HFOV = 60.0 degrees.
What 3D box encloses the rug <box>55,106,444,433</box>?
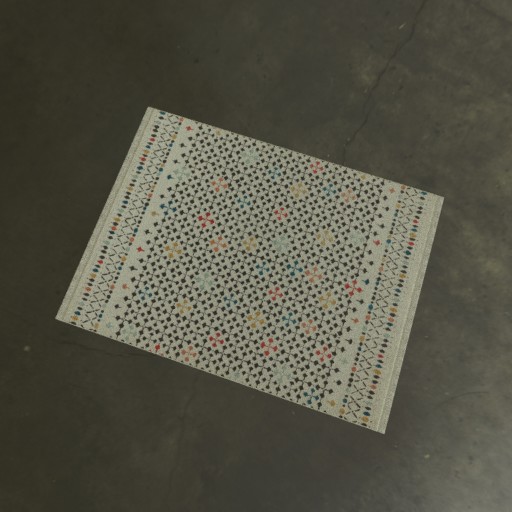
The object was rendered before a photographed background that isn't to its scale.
[{"bbox_3d":[0.000,0.000,4.313,3.196,0.007,2.354,18,77,4],"label":"rug"}]
